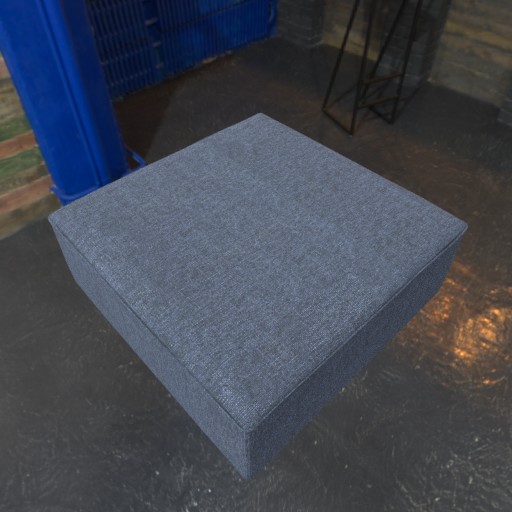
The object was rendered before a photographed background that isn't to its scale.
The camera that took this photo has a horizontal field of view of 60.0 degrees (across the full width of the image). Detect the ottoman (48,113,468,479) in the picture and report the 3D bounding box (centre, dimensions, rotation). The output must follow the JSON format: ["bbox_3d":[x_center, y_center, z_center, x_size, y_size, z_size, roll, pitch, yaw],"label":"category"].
[{"bbox_3d":[0.000,0.000,1.588,1.017,0.423,1.023,-34,55,-28],"label":"ottoman"}]
